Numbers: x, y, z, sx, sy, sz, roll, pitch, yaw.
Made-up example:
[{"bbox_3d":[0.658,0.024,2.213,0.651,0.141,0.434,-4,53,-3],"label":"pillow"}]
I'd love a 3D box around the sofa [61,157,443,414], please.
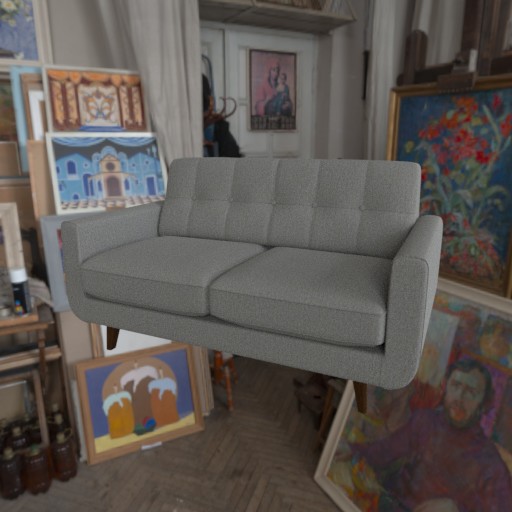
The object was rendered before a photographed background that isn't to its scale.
[{"bbox_3d":[0.000,0.000,2.194,1.651,0.925,0.952,7,16,24],"label":"sofa"}]
